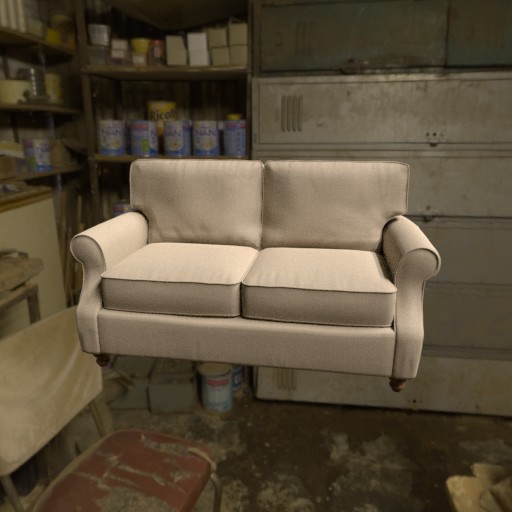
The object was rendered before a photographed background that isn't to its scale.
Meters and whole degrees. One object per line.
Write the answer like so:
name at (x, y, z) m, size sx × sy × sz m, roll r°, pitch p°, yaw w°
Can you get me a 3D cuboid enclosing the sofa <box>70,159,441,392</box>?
sofa at (0.000, 0.000, 2.285) m, size 1.665 × 0.937 × 0.964 m, roll 2°, pitch 16°, yaw 9°
